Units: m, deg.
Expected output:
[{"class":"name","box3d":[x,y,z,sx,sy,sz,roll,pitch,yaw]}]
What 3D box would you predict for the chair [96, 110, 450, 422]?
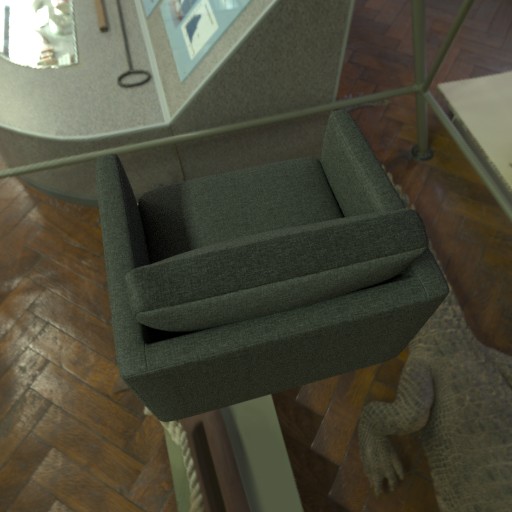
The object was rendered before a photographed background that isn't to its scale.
[{"class":"chair","box3d":[0.000,0.000,1.827,1.107,0.963,0.959,-13,59,-8]}]
